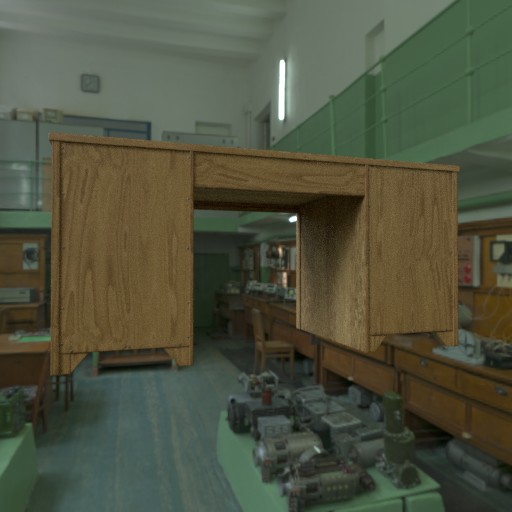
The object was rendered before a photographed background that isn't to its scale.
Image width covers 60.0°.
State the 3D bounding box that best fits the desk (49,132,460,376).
[{"bbox_3d":[0.000,0.000,1.929,1.567,0.751,0.685,0,-1,-18],"label":"desk"}]
